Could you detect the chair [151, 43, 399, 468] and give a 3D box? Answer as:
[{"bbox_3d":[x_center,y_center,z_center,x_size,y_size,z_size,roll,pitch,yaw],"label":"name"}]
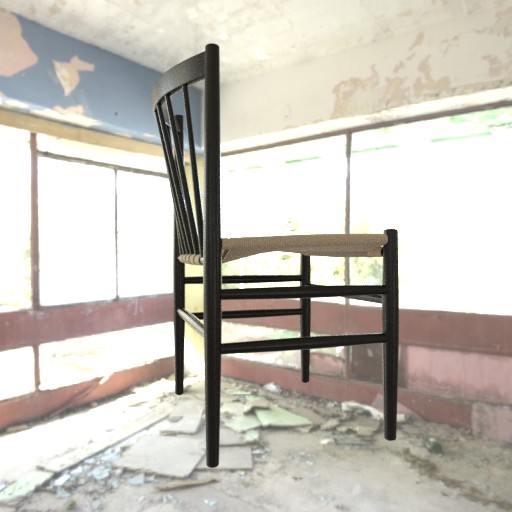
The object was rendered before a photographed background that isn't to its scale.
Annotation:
[{"bbox_3d":[0.000,0.000,1.127,0.516,0.818,0.495,0,0,-18],"label":"chair"}]
